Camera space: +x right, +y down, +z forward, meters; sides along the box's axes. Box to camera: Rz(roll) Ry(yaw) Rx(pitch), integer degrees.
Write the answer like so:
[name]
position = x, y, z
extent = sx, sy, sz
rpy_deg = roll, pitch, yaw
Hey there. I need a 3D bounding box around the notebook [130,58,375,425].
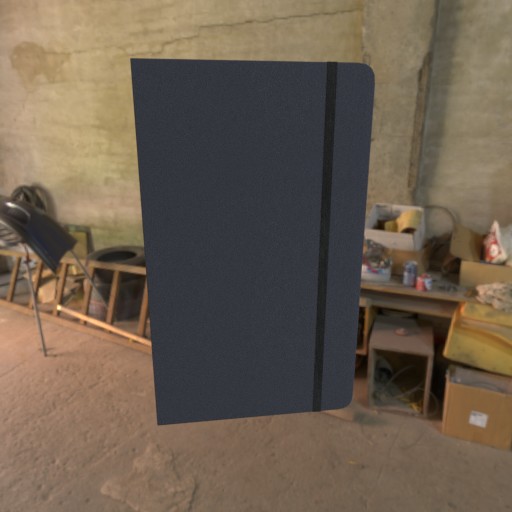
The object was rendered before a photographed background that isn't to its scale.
[notebook]
position = 0.000, 0.000, 0.263
extent = 0.127, 0.213, 0.016
rpy_deg = -2, 17, -8
